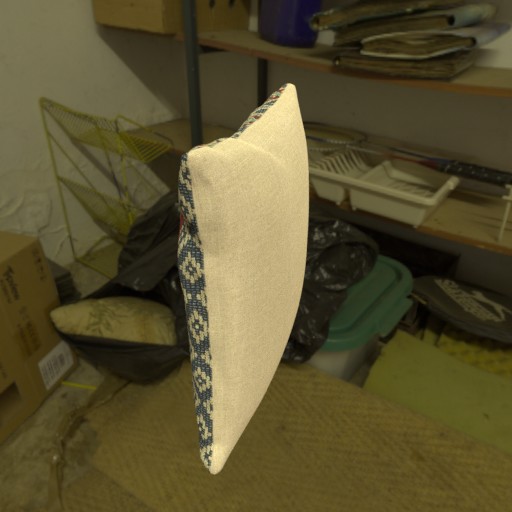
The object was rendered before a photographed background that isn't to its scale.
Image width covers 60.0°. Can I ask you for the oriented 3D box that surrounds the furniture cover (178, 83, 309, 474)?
[{"bbox_3d":[0.000,0.000,0.662,0.139,0.431,0.431,8,30,14],"label":"furniture cover"}]
